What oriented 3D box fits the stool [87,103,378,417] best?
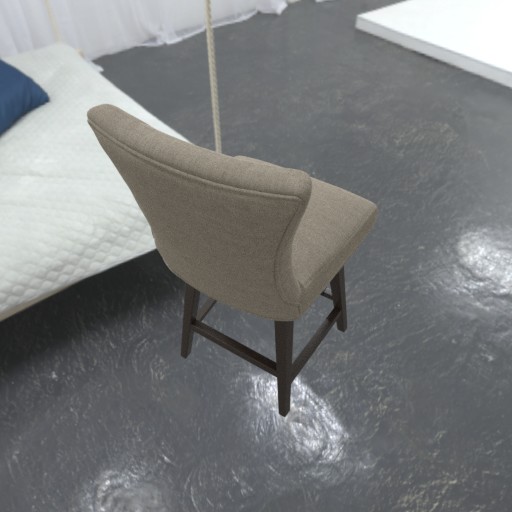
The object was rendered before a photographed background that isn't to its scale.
[{"bbox_3d":[0.000,0.000,1.293,0.514,1.000,0.574,24,50,22],"label":"stool"}]
